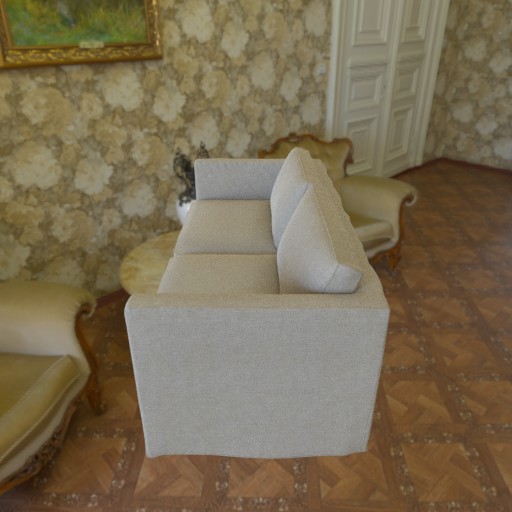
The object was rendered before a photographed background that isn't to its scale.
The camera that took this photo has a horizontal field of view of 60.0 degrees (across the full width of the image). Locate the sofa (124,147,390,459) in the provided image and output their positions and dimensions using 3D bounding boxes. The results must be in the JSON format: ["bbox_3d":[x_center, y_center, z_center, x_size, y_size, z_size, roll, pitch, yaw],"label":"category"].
[{"bbox_3d":[0.000,0.000,2.498,0.956,0.847,1.987,0,27,0],"label":"sofa"}]
